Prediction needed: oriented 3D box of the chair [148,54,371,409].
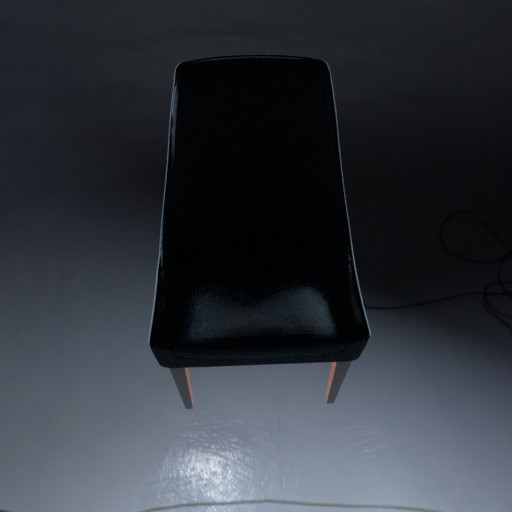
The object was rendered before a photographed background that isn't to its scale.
[{"bbox_3d":[0.000,0.000,1.199,0.529,0.861,0.544,-2,49,-2],"label":"chair"}]
